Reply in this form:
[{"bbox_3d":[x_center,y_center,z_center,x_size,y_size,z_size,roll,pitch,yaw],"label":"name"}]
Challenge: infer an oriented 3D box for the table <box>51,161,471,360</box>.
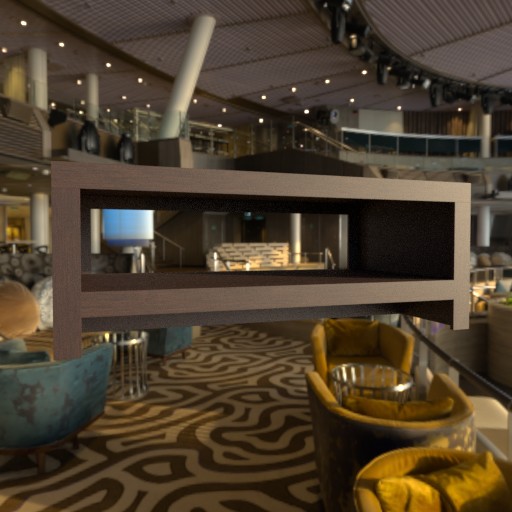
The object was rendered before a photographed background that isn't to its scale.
[{"bbox_3d":[0.000,0.000,1.386,1.099,0.424,0.597,-1,2,-18],"label":"table"}]
